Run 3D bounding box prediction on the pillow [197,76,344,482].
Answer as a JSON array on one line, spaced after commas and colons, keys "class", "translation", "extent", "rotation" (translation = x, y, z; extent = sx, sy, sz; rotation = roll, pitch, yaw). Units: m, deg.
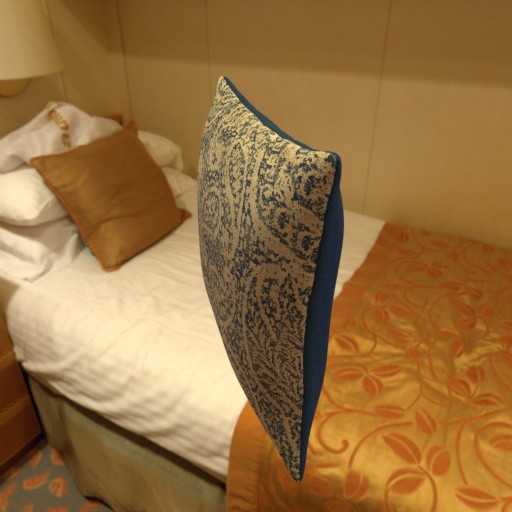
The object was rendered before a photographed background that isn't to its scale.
[{"class": "pillow", "translation": [0.000, 0.000, 0.760], "extent": [0.166, 0.510, 0.523], "rotation": [-8, 31, -14]}]
